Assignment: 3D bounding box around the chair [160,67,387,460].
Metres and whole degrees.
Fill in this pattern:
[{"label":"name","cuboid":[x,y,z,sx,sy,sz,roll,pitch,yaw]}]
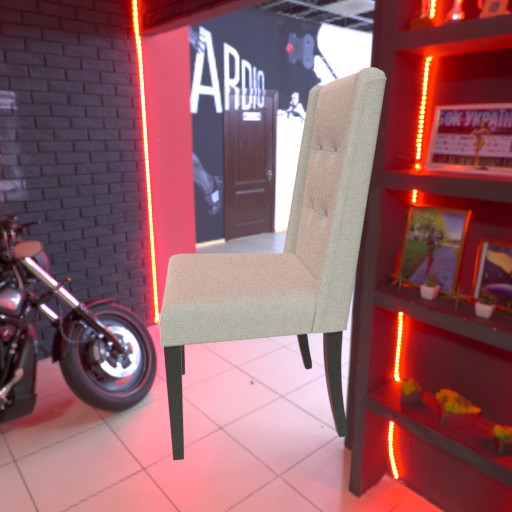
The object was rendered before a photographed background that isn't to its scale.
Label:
[{"label":"chair","cuboid":[0.000,0.000,1.261,0.523,0.961,0.474,-2,16,-8]}]
